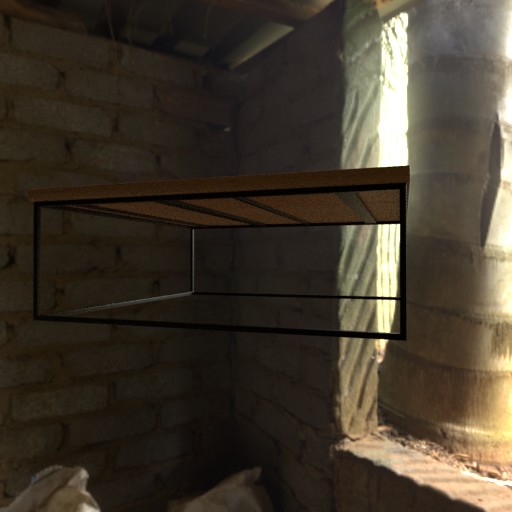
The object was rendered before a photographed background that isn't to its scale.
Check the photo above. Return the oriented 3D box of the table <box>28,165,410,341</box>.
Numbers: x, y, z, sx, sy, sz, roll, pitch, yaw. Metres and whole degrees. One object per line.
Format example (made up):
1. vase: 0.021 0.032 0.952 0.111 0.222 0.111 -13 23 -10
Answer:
1. table: 0.000 0.000 1.695 1.100 0.400 1.100 0 0 18
